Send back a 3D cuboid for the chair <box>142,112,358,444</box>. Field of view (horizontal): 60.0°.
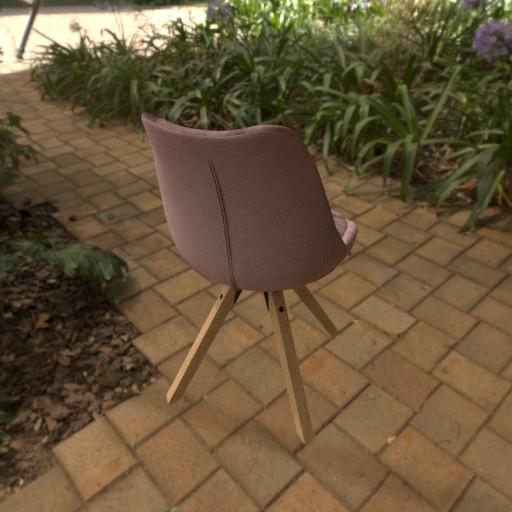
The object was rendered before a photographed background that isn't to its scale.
[{"bbox_3d":[0.000,0.000,1.161,0.485,0.850,0.550,10,35,15],"label":"chair"}]
